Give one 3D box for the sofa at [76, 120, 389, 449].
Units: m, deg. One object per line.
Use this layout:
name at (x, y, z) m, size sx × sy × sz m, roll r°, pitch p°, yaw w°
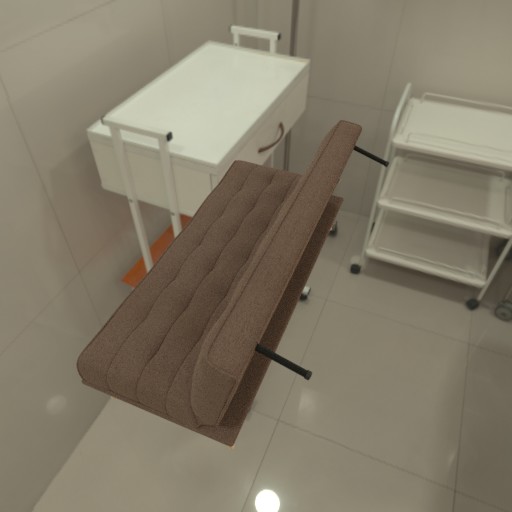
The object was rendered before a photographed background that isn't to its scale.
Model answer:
sofa at (0.000, 0.000, 2.384) m, size 1.038 × 0.810 × 1.820 m, roll 16°, pitch 47°, yaw 16°
